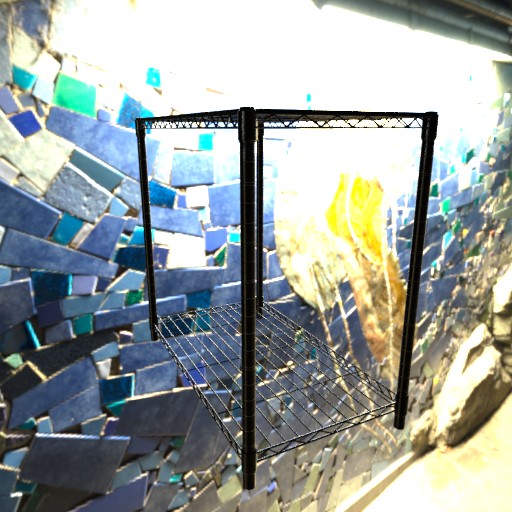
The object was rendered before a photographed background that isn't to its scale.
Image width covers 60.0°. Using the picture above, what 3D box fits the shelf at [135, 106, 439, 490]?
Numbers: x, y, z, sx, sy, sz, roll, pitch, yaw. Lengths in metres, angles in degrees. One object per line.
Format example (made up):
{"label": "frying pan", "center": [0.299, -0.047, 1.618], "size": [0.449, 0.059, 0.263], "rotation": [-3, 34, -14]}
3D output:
{"label": "shelf", "center": [0.000, 0.000, 0.928], "size": [0.338, 0.564, 0.589], "rotation": [-8, 18, -26]}
